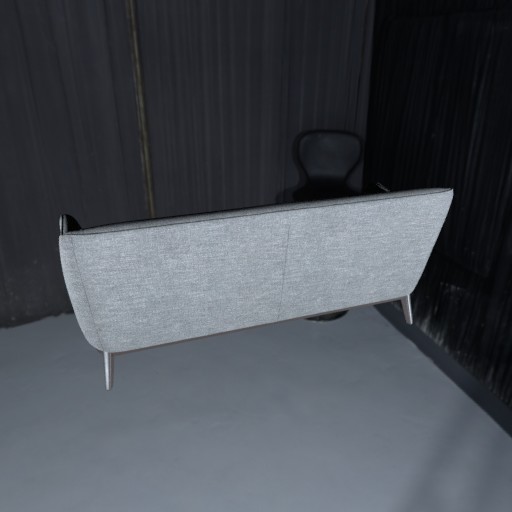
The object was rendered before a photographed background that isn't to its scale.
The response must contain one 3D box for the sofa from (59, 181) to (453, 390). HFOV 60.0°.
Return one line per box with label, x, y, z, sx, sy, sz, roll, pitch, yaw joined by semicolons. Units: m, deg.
sofa;0.000;0.000;2.373;1.928;0.829;0.867;-8;27;-17
